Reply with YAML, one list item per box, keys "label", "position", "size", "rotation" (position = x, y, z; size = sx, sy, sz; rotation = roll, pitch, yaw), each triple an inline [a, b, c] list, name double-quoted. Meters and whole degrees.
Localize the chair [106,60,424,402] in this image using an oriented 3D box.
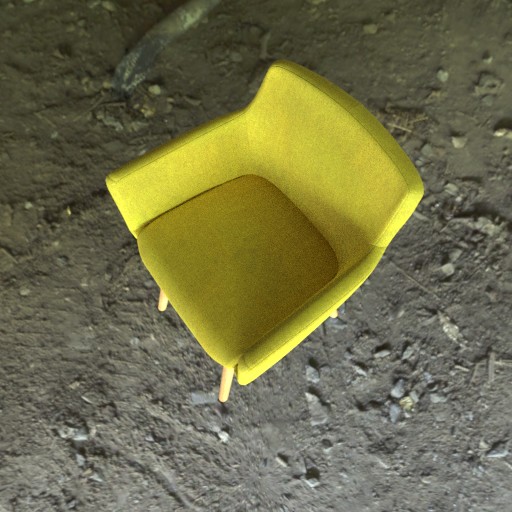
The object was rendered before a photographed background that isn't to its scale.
- label: "chair"
  position: [0.000, 0.000, 1.206]
  size: [0.570, 0.780, 0.570]
  rotation: [-34, 68, -15]
